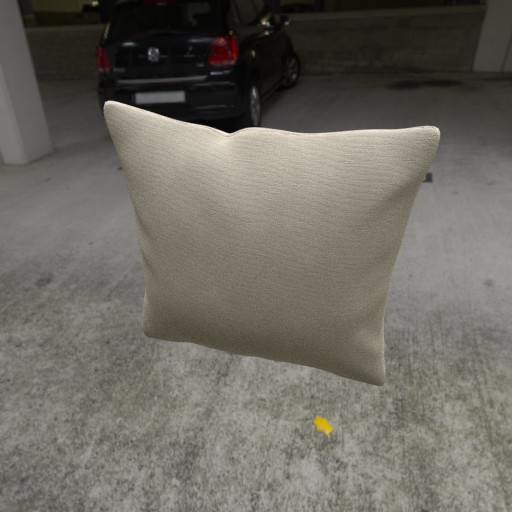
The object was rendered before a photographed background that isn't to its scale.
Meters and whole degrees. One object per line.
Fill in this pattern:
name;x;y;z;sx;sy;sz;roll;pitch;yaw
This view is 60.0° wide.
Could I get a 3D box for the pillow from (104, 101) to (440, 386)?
pillow;0.000;0.000;0.661;0.437;0.420;0.162;9;33;14
